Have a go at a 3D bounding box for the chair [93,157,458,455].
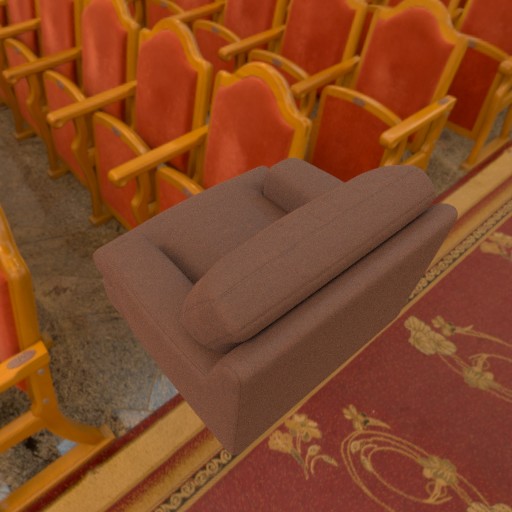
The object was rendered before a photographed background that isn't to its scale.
[{"bbox_3d":[0.000,0.000,1.978,1.168,0.940,1.143,-32,55,-26],"label":"chair"}]
